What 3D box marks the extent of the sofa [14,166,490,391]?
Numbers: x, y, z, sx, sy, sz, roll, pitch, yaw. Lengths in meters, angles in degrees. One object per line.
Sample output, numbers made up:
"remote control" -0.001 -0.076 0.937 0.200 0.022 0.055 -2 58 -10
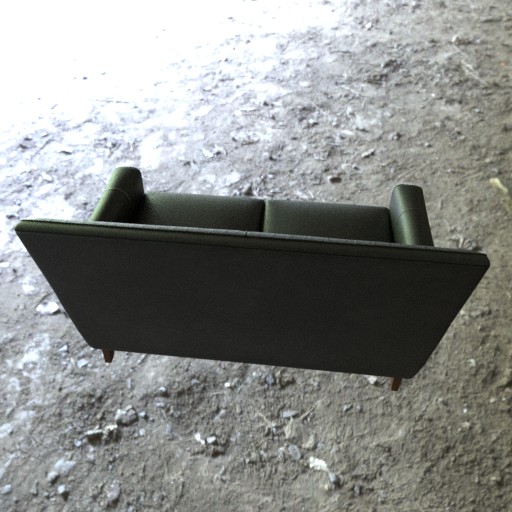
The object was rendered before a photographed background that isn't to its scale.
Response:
"sofa" 0.000 0.000 1.930 1.473 0.871 0.787 4 46 4
